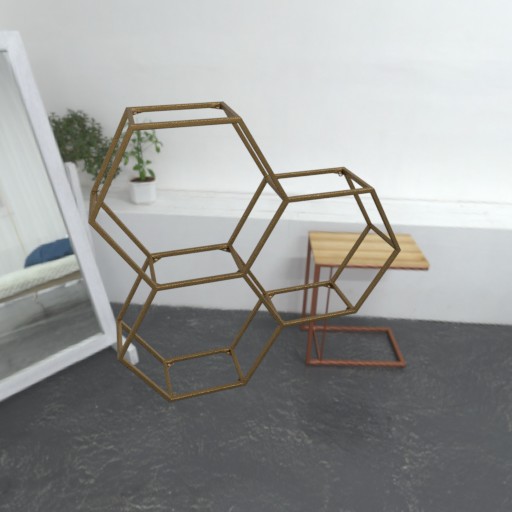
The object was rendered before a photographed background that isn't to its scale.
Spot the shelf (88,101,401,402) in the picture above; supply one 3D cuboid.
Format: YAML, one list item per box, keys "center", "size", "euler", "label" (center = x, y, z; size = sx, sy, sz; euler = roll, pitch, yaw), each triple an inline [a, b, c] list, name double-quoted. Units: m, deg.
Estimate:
- center: [0.000, 0.000, 1.077]
  size: [0.708, 0.701, 0.150]
  euler: [-9, 32, -14]
  label: "shelf"
